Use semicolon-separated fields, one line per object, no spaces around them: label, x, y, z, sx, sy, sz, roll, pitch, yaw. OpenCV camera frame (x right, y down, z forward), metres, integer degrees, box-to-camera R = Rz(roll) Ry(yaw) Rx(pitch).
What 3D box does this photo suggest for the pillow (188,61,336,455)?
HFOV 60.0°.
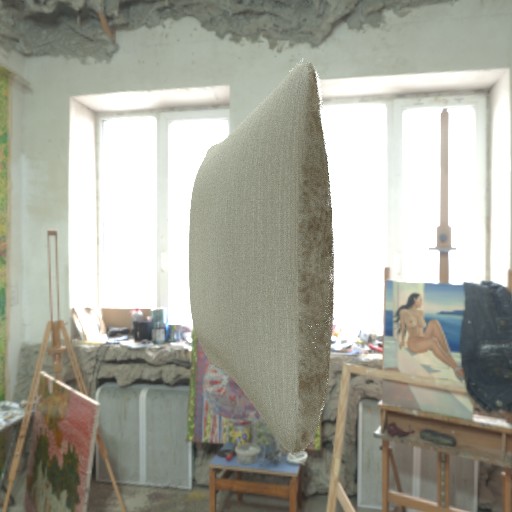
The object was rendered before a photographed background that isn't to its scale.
pillow;0.000;0.000;0.824;0.216;0.525;0.538;0;1;-19
